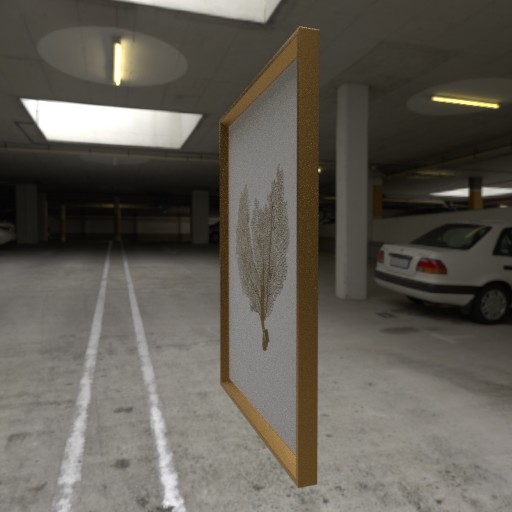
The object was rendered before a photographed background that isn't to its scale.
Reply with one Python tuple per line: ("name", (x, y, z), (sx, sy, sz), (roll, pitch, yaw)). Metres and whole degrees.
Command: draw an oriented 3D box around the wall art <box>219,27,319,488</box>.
("wall art", (0.000, 0.000, 1.075), (0.038, 0.812, 0.610), (-1, 2, -18))
